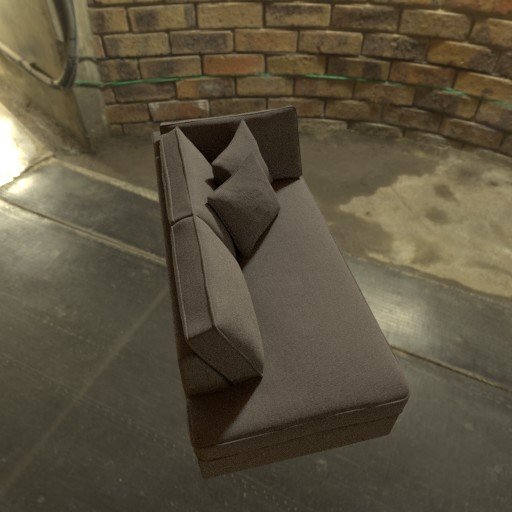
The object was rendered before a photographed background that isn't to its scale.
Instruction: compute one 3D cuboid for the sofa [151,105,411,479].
[{"bbox_3d":[0.000,0.000,2.805,1.110,1.033,2.237,-9,47,-9],"label":"sofa"}]
